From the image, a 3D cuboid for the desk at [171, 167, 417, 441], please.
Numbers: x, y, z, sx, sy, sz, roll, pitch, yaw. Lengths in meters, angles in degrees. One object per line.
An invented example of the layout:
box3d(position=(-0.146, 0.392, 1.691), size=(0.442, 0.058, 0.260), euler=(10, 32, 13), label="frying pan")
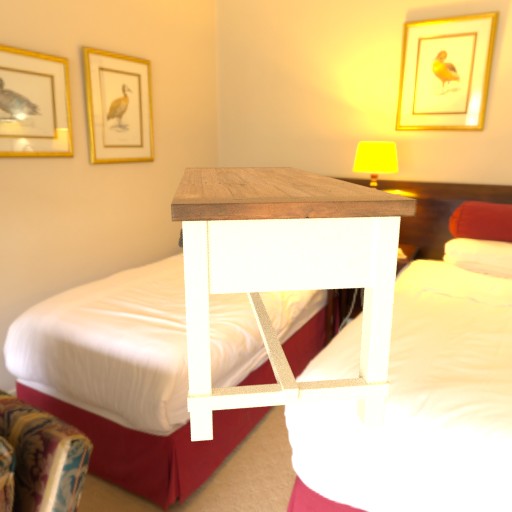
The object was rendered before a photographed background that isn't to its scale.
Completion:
box3d(position=(0.000, 0.000, 2.175), size=(0.688, 0.762, 1.803), euler=(-2, 14, -7), label="desk")
